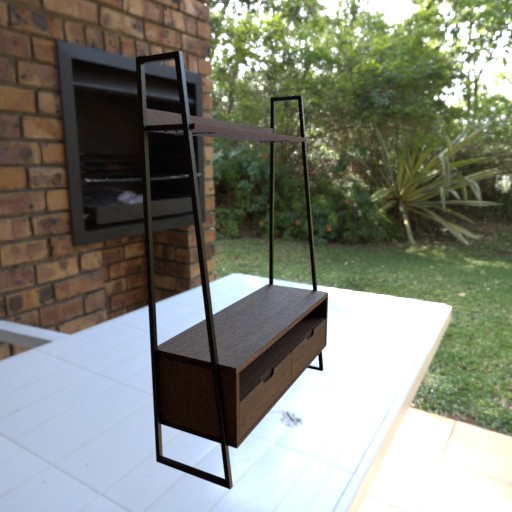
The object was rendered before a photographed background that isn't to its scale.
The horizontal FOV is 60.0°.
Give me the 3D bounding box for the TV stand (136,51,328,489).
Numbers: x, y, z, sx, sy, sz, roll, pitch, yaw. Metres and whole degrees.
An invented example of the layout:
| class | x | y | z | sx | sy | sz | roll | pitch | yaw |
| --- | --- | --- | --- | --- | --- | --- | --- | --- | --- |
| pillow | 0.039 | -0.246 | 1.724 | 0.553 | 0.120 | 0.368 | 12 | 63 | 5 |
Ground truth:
| class | x | y | z | sx | sy | sz | roll | pitch | yaw |
| --- | --- | --- | --- | --- | --- | --- | --- | --- | --- |
| TV stand | 0.000 | 0.000 | 2.345 | 0.432 | 1.772 | 1.250 | 6 | 13 | 26 |
